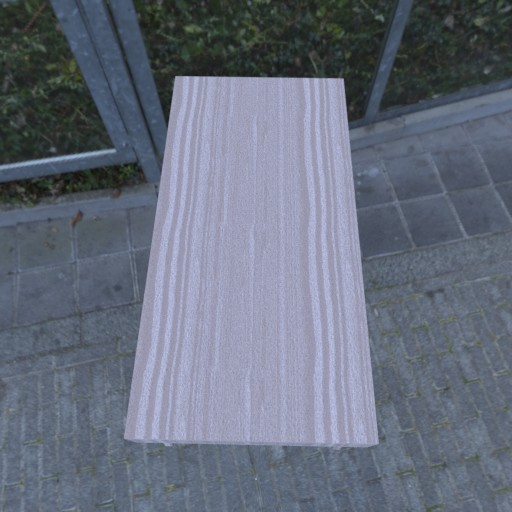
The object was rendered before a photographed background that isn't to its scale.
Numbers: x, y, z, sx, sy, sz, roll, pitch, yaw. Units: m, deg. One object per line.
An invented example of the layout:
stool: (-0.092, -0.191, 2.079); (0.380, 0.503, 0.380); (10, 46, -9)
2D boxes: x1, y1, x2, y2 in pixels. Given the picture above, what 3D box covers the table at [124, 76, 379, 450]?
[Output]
table: (0.000, 0.000, 1.510); (0.600, 0.450, 1.200); (1, 63, 1)
